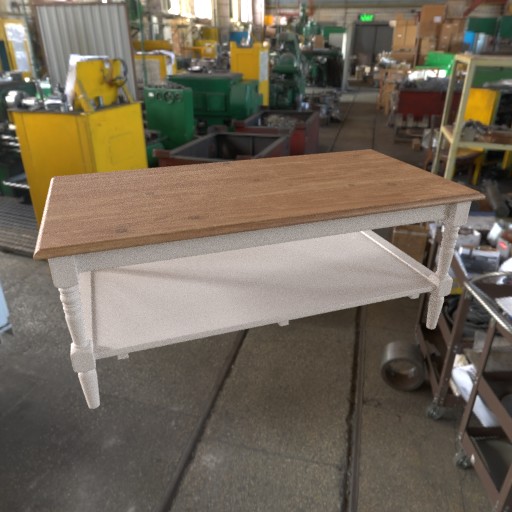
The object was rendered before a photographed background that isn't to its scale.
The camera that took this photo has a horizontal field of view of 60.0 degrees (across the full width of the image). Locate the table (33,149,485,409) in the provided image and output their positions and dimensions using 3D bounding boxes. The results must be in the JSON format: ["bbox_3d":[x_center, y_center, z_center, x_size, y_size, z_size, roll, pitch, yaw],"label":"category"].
[{"bbox_3d":[0.000,0.000,1.363,1.118,0.458,0.559,-9,28,-17],"label":"table"}]
